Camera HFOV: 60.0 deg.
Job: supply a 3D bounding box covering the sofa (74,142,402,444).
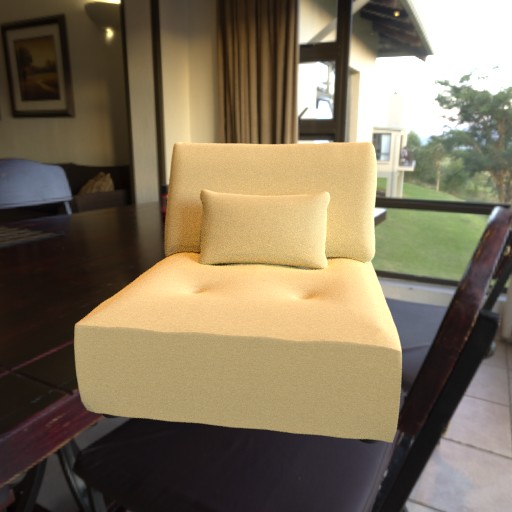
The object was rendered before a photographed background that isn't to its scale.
[{"bbox_3d":[0.000,0.000,1.653,0.930,0.820,1.000,2,15,8],"label":"sofa"}]
